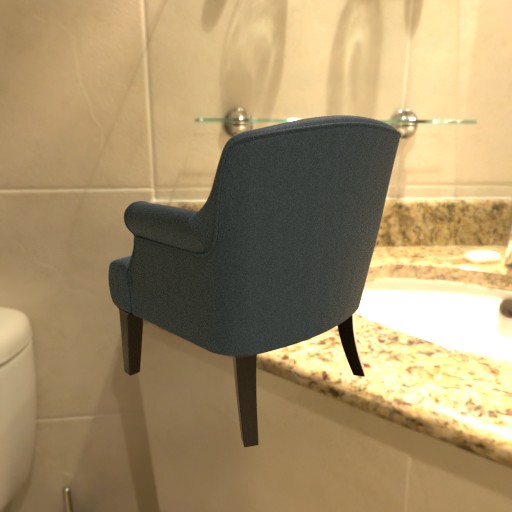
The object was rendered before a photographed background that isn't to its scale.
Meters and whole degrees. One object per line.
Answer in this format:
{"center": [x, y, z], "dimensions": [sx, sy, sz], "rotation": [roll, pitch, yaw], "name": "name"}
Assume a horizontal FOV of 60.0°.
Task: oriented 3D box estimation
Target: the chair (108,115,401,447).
{"center": [0.000, 0.000, 1.488], "dimensions": [0.770, 0.878, 0.754], "rotation": [-14, 20, -42], "name": "chair"}
